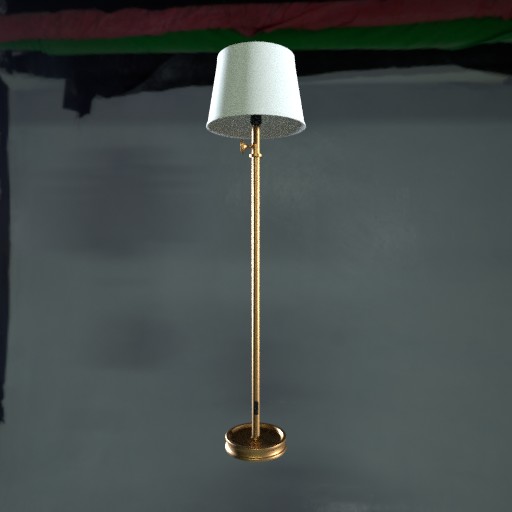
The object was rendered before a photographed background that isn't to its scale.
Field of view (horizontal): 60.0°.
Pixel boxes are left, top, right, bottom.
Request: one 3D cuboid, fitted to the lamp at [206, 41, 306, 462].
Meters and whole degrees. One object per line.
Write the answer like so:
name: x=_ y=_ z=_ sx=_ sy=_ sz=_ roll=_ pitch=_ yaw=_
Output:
lamp: x=0.000 y=0.000 z=0.810 sx=0.178 sy=0.710 sz=0.178 roll=0 pitch=2 yaw=0
